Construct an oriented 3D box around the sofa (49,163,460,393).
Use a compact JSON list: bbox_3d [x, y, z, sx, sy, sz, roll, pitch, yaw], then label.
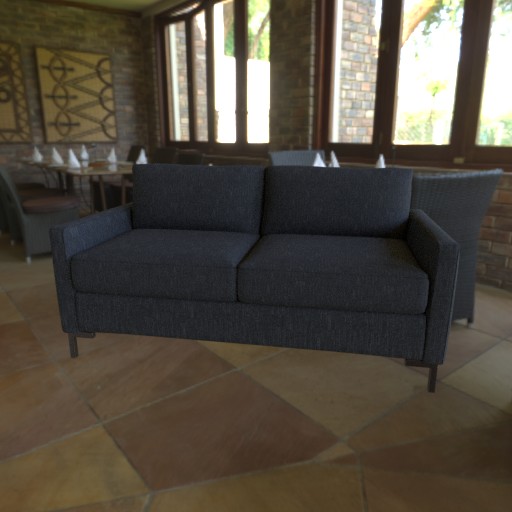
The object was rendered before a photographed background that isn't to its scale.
[{"bbox_3d":[0.000,0.000,2.214,1.716,0.862,0.866,3,15,10],"label":"sofa"}]
